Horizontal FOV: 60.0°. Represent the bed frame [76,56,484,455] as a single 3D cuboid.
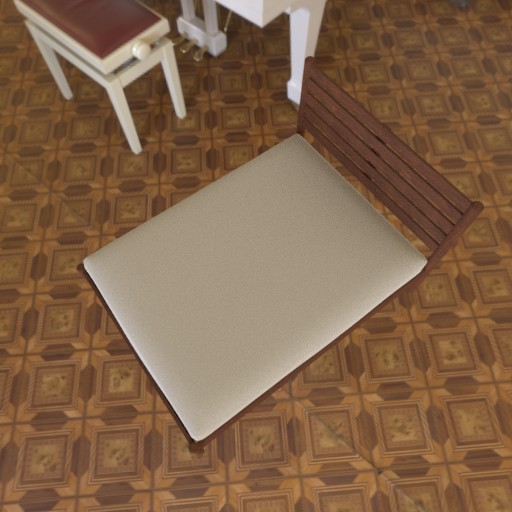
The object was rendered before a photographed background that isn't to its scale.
[{"bbox_3d":[0.000,0.000,3.248,2.234,1.321,1.655,-34,68,-16],"label":"bed frame"}]
